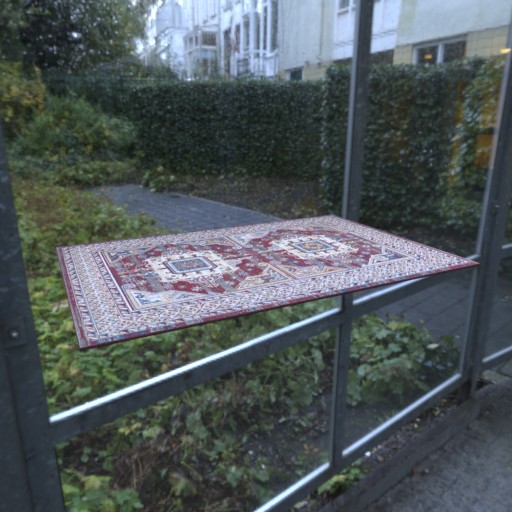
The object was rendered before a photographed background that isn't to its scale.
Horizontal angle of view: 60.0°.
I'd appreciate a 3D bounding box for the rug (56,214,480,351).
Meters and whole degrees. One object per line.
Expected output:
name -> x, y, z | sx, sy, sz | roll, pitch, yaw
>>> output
rug -> 0.000, 0.000, 5.713 | 4.578, 0.033, 3.033 | -9, 20, -25
